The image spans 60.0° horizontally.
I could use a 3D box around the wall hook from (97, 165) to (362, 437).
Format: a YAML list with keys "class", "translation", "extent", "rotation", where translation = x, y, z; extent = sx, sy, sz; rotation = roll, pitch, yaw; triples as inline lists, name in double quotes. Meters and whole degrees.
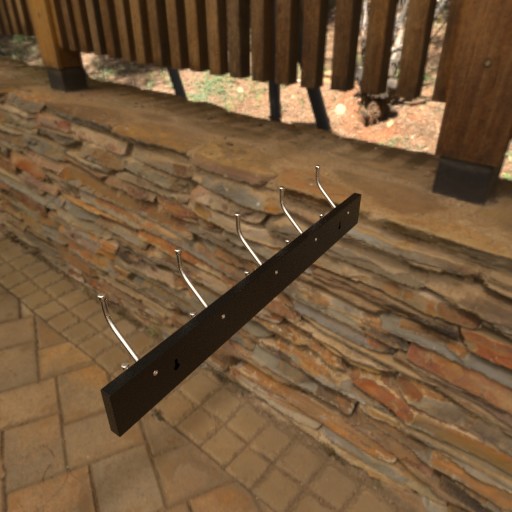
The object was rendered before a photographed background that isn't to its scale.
- class: "wall hook"
  translation: [0.000, 0.000, 0.629]
  extent: [0.071, 0.117, 0.571]
  rotation: [20, 37, 29]
